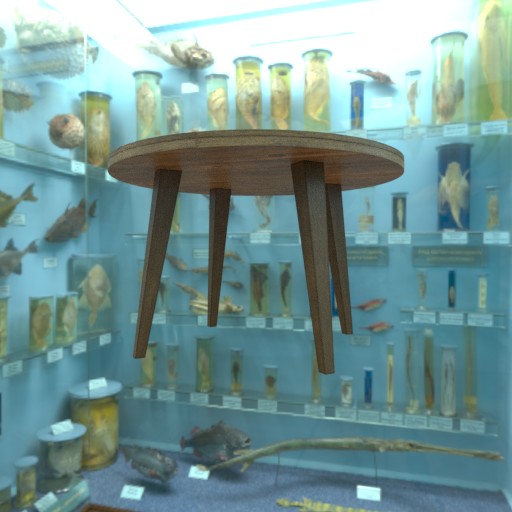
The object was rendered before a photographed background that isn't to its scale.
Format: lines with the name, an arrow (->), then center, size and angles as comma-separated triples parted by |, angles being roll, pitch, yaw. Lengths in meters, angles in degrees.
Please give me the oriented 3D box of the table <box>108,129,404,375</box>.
table -> 0.000, 0.000, 1.916 | 1.213, 0.764, 1.213 | 0, 1, 0
